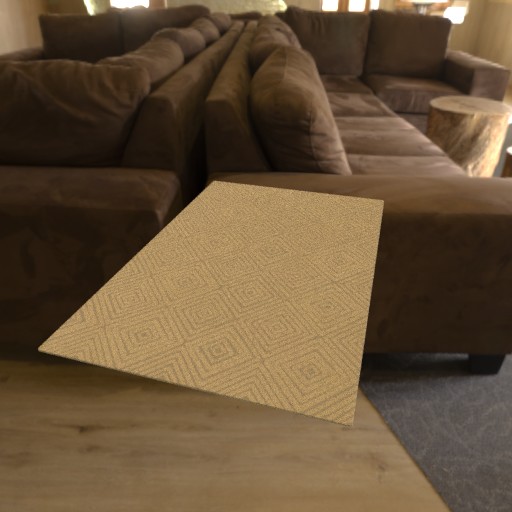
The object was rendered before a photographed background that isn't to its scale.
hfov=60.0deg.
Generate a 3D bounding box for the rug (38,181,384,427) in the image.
[{"bbox_3d":[0.000,0.000,2.203,1.143,0.008,1.753,9,32,15],"label":"rug"}]
